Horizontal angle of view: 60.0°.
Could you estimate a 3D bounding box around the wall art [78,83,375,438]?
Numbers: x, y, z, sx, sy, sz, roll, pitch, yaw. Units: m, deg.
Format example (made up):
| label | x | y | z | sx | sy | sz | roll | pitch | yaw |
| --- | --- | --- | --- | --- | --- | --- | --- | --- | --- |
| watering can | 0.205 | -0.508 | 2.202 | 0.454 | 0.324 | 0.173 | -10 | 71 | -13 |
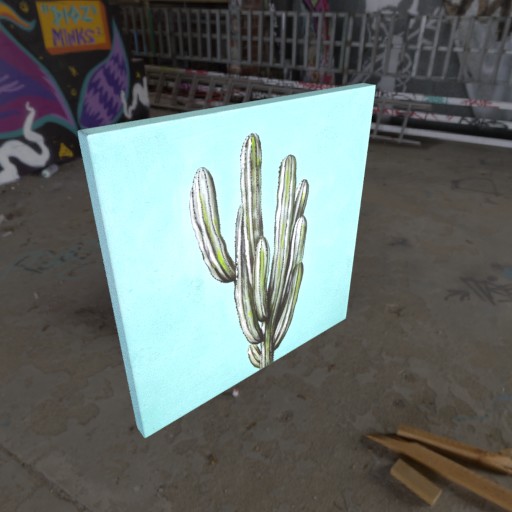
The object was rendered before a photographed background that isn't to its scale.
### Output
| label | x | y | z | sx | sy | sz | roll | pitch | yaw |
| --- | --- | --- | --- | --- | --- | --- | --- | --- | --- |
| wall art | 0.000 | 0.000 | 1.608 | 1.071 | 1.073 | 0.070 | -23 | 37 | -33 |
